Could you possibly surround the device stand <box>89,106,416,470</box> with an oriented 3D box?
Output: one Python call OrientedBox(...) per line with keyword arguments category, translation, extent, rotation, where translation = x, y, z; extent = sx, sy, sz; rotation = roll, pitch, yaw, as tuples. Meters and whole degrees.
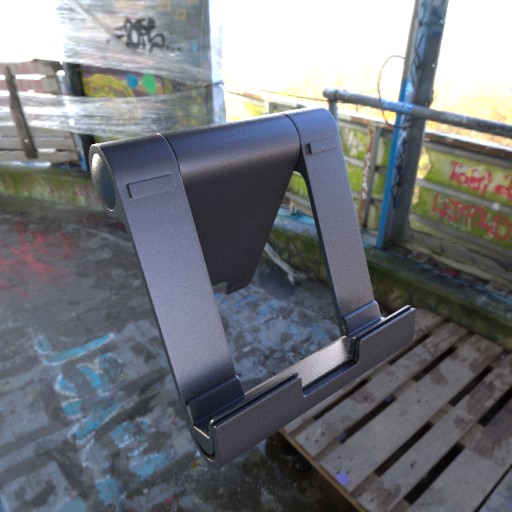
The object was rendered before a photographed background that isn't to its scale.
OrientedBox(category="device stand", translation=(0.000, 0.000, 0.153), extent=(0.088, 0.084, 0.079), rotation=(-21, 36, -32))
